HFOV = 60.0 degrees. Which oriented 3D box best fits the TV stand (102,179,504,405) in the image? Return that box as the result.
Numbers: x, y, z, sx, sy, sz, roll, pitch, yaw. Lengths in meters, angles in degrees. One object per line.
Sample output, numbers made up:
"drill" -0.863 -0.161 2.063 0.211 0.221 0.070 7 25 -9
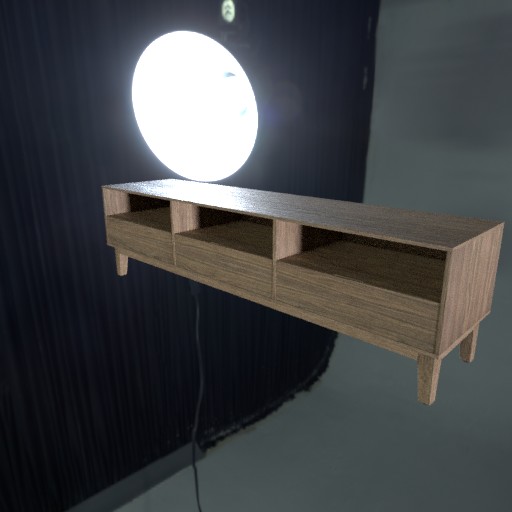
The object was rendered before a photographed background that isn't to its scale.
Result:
"TV stand" 0.000 0.000 1.602 1.482 0.409 0.366 15 22 41
